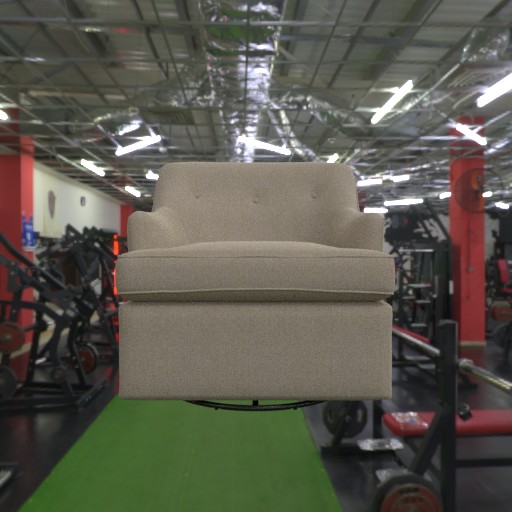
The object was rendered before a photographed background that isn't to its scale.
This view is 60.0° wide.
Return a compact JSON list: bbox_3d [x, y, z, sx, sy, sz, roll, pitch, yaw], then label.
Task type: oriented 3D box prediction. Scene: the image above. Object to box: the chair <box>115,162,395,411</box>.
[{"bbox_3d":[0.000,0.000,1.646,0.864,0.856,0.923,0,1,0],"label":"chair"}]
